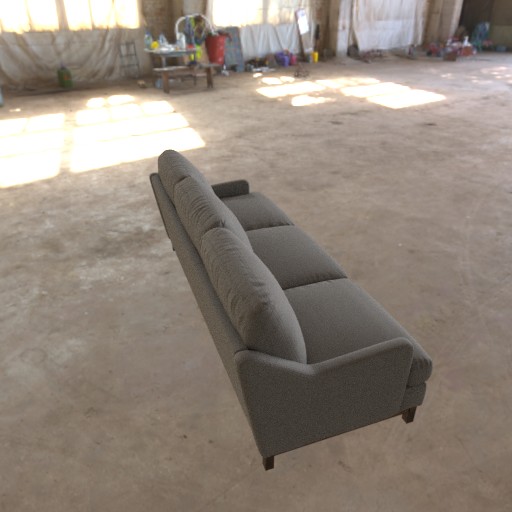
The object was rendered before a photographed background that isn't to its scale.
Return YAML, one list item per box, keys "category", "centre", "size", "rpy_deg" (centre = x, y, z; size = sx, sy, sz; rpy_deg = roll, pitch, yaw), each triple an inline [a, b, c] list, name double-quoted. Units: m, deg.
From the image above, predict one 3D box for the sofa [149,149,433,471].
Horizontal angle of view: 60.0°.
- category: "sofa"
  centre: [0.000, 0.000, 2.858]
  size: [0.987, 0.926, 2.344]
  rpy_deg: [-10, 31, -17]
